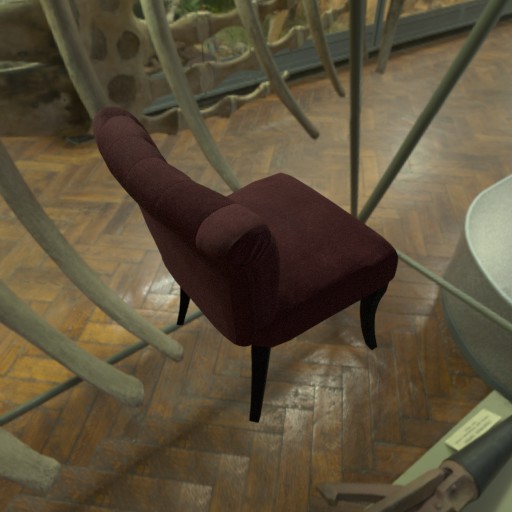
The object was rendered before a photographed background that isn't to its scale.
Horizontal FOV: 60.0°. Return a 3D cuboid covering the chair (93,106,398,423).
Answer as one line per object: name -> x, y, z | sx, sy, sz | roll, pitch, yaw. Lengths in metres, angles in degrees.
chair -> 0.000, 0.000, 1.180 | 0.605, 0.750, 0.582 | -26, 48, -26
